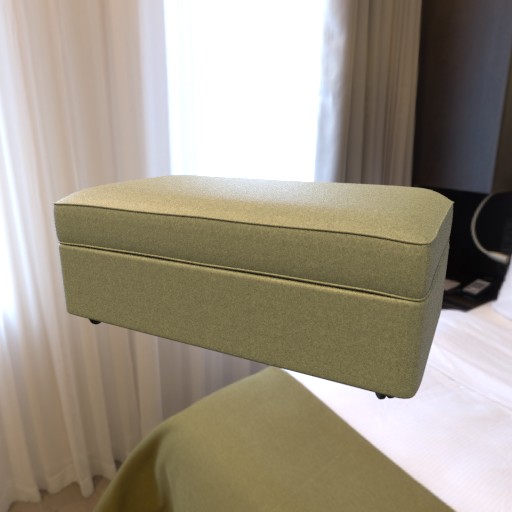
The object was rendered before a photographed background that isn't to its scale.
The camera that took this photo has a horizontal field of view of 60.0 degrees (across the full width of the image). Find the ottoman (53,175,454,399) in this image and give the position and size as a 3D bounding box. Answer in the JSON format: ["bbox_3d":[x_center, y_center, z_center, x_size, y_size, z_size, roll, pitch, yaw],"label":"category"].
[{"bbox_3d":[0.000,0.000,1.515,1.173,0.494,0.681,8,18,26],"label":"ottoman"}]
